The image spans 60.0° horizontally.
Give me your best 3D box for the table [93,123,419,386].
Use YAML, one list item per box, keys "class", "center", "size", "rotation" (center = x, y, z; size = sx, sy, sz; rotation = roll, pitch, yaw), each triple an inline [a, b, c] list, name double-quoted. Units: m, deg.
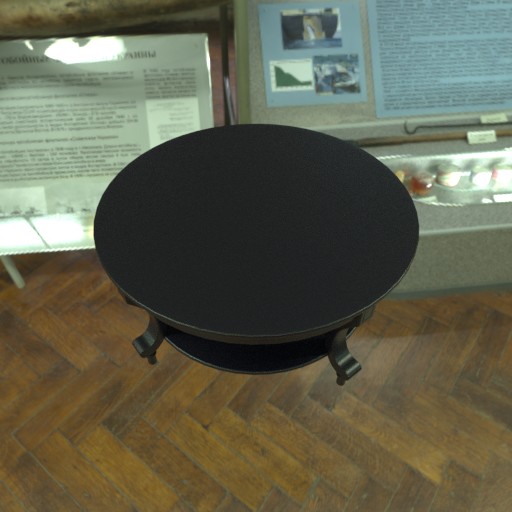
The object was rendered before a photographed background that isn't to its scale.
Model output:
- class: "table"
  center: [0.000, 0.000, 1.610]
  size: [1.029, 0.491, 1.029]
  rotation: [0, 46, 0]
